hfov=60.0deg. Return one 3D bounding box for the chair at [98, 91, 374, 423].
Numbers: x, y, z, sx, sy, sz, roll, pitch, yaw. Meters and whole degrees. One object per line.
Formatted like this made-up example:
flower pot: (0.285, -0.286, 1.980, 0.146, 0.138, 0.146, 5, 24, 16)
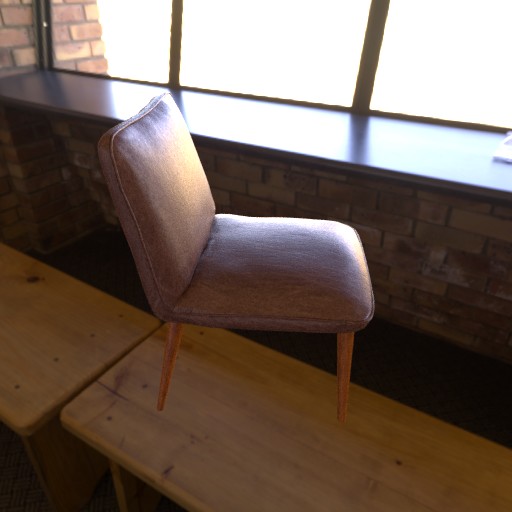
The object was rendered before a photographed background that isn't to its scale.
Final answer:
chair: (0.000, 0.000, 1.254, 0.645, 0.803, 0.543, 0, 31, 0)
